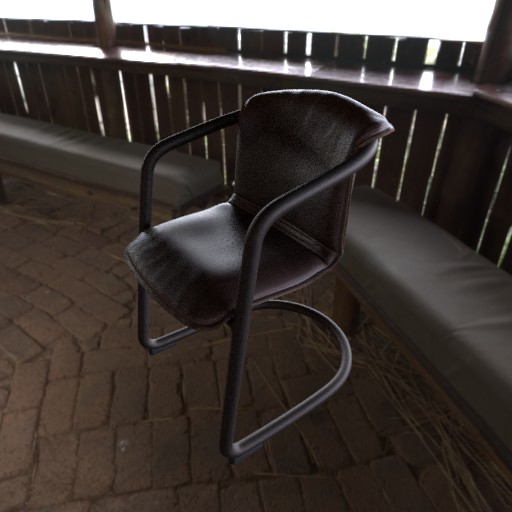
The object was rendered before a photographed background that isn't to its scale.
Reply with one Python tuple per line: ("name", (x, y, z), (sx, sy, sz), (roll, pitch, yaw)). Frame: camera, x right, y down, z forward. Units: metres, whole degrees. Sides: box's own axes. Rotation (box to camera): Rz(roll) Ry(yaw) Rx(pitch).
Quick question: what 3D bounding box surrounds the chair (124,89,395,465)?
("chair", (0.000, 0.000, 1.261), (0.664, 0.836, 0.536), (-21, 37, -30))
